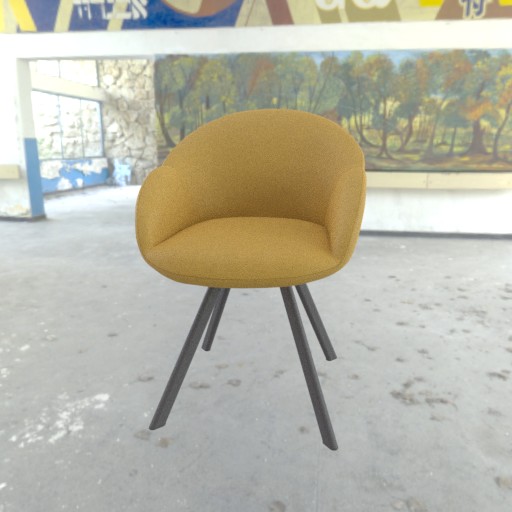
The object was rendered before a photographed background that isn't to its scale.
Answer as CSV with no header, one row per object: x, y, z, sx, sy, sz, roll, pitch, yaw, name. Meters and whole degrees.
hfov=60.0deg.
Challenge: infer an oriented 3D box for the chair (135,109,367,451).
0.000,0.000,1.190,0.551,0.793,0.583,2,14,9,chair
